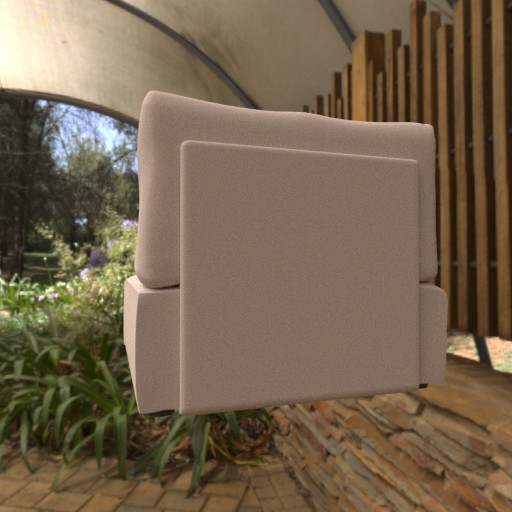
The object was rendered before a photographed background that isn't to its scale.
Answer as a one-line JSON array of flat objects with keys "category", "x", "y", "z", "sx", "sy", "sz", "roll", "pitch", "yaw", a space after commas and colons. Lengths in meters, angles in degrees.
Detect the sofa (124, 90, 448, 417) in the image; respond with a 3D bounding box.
[{"category": "sofa", "x": 0.000, "y": 0.000, "z": 1.676, "sx": 0.935, "sy": 0.828, "sz": 1.000, "roll": 0, "pitch": -1, "yaw": -18}]
